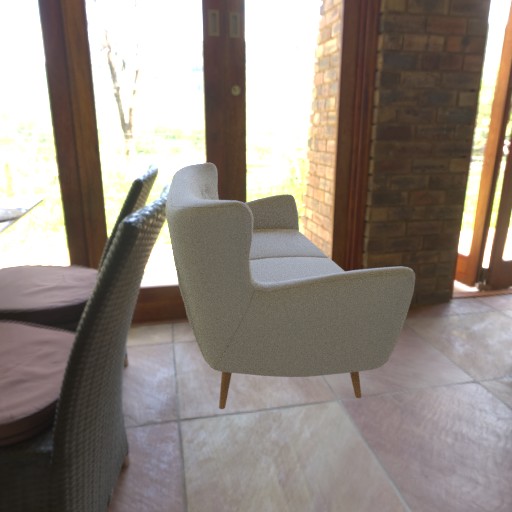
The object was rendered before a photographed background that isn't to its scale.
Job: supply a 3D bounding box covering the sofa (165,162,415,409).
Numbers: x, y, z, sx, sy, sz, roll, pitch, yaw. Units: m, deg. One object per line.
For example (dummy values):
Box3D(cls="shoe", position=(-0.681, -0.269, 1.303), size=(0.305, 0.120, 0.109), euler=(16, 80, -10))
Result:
Box3D(cls="sofa", position=(0.000, 0.000, 2.442), size=(0.899, 0.890, 1.930), euler=(-2, 16, -8))
